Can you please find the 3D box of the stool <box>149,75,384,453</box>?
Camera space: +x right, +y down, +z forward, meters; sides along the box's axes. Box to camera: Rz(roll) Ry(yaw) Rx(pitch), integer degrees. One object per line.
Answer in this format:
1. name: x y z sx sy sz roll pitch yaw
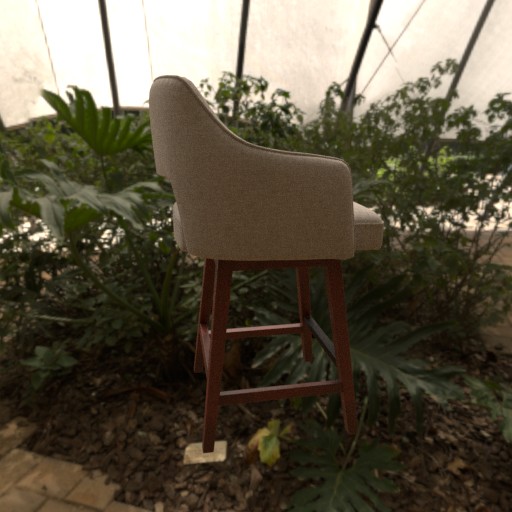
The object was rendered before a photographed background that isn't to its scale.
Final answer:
1. stool: 0.000 0.000 1.293 0.558 0.944 0.599 -3 15 -10
